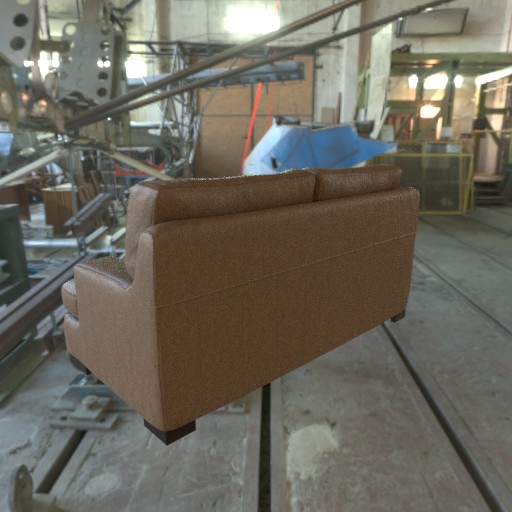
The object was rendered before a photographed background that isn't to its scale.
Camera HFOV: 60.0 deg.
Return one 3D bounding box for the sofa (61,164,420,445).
[{"bbox_3d":[0.000,0.000,2.448,1.855,0.980,0.962,-14,20,-42],"label":"sofa"}]
